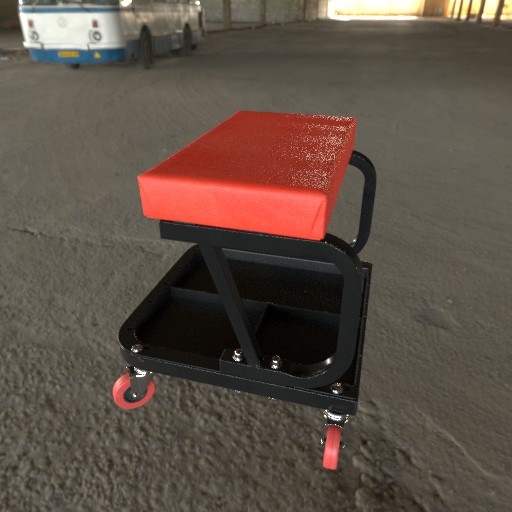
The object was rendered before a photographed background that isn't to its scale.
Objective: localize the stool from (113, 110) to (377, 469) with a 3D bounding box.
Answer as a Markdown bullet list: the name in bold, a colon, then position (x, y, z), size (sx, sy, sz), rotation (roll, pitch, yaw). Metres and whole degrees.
- **stool**: position (0.000, 0.000, 0.715), size (0.371, 0.380, 0.446), rotation (8, 30, 14)
